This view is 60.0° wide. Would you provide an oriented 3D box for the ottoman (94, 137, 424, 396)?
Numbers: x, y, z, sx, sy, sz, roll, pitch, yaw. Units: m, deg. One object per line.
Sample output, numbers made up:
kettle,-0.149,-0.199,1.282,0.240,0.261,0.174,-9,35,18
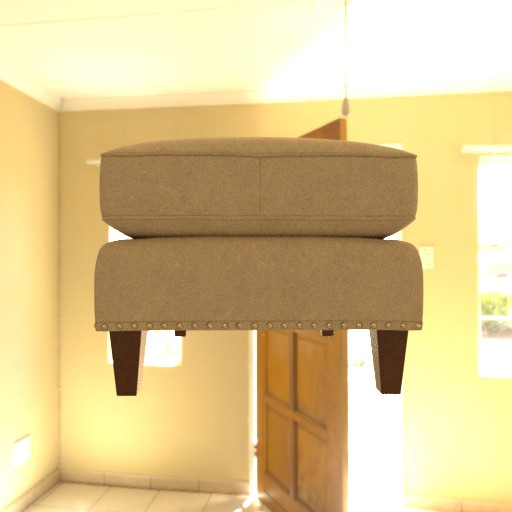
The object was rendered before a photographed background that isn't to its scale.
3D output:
ottoman,0.000,0.000,1.138,0.584,0.513,0.741,0,-1,-1
